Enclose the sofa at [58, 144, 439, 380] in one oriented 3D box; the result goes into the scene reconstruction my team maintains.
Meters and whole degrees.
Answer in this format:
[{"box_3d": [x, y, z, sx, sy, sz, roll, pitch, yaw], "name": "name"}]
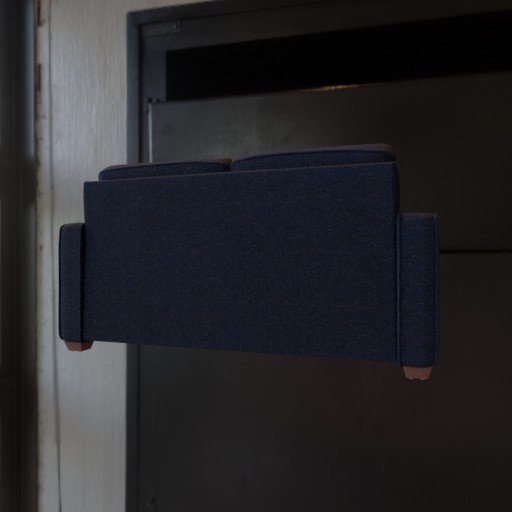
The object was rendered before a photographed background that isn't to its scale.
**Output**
[{"box_3d": [0.000, 0.000, 2.290, 1.709, 0.918, 0.947, 0, 0, 18], "name": "sofa"}]
